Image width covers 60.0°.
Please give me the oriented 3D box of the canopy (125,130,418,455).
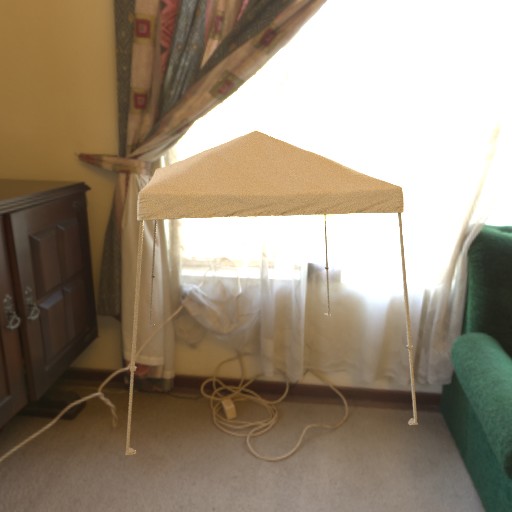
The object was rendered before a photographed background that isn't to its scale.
[{"bbox_3d":[0.000,0.000,6.583,3.599,3.600,3.600,-2,16,-9],"label":"canopy"}]
